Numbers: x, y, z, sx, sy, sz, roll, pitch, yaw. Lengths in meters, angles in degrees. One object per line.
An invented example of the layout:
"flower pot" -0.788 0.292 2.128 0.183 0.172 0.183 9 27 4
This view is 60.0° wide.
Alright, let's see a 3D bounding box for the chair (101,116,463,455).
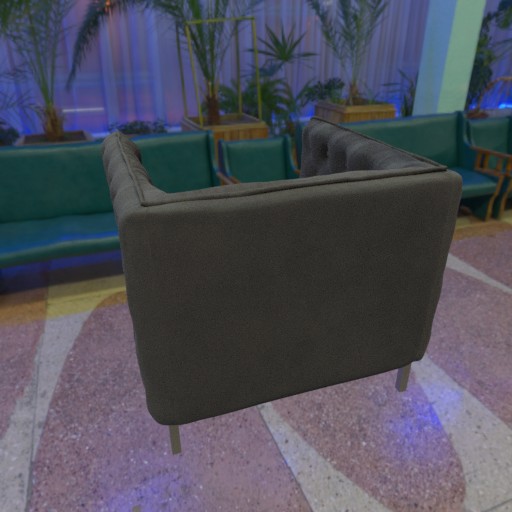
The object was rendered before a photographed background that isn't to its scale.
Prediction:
"chair" 0.000 0.000 1.595 0.946 0.807 0.913 -9 28 -17
